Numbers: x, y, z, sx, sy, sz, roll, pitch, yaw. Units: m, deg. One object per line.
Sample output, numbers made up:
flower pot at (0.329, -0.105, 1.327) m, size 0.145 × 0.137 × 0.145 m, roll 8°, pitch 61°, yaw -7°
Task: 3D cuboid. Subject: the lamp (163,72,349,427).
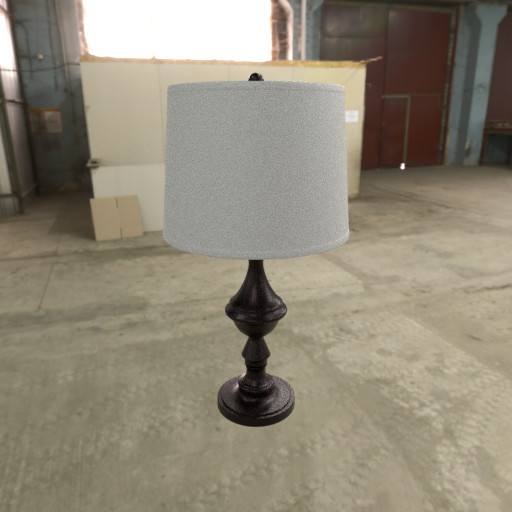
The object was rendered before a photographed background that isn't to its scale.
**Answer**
lamp at (0.000, 0.000, 0.946) m, size 0.383 × 0.726 × 0.383 m, roll 0°, pitch 17°, yaw 0°
